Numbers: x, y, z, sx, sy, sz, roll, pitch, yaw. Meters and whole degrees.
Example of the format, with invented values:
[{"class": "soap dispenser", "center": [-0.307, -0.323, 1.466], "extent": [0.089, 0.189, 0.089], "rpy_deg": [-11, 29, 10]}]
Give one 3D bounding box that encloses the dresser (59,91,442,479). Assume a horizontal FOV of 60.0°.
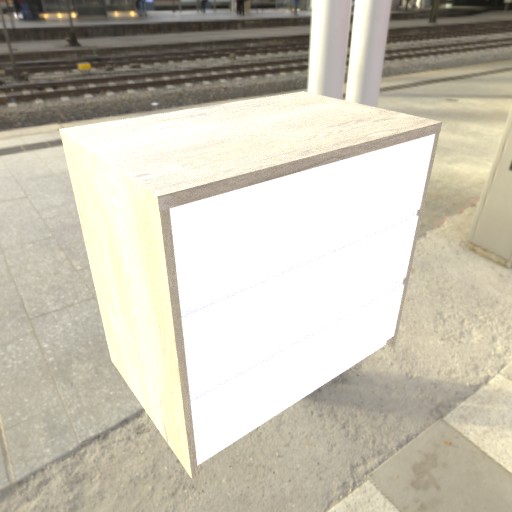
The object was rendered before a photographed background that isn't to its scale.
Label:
[{"class": "dresser", "center": [0.000, 0.000, 1.309], "extent": [0.809, 0.762, 0.529], "rpy_deg": [-21, 37, -32]}]
